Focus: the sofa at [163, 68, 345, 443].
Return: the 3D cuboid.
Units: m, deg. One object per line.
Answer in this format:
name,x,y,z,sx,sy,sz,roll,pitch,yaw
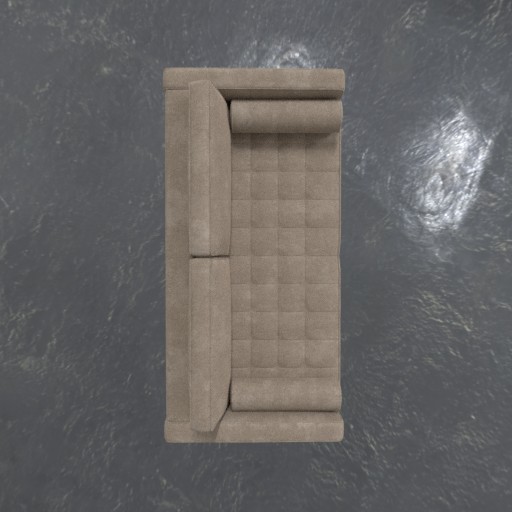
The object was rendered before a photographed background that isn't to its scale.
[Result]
sofa,0.000,0.000,2.363,0.920,0.769,1.883,0,91,0
